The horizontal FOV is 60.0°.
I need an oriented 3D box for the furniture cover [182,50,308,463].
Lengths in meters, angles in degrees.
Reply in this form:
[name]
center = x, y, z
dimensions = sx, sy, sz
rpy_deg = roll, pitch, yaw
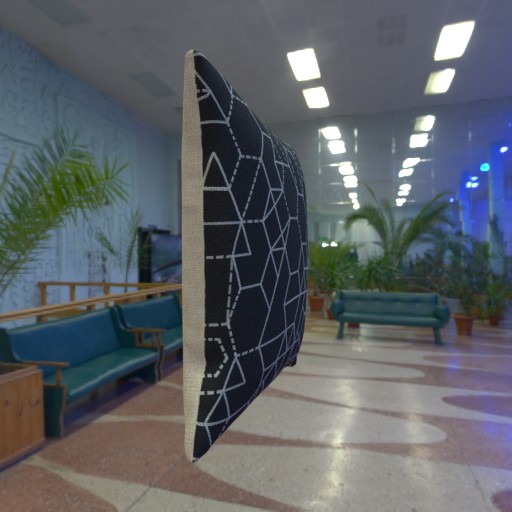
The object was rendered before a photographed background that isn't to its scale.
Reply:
[furniture cover]
center = 0.000, 0.000, 0.786
dimensions = 0.158, 0.508, 0.517
rpy_deg = 0, 0, 18
